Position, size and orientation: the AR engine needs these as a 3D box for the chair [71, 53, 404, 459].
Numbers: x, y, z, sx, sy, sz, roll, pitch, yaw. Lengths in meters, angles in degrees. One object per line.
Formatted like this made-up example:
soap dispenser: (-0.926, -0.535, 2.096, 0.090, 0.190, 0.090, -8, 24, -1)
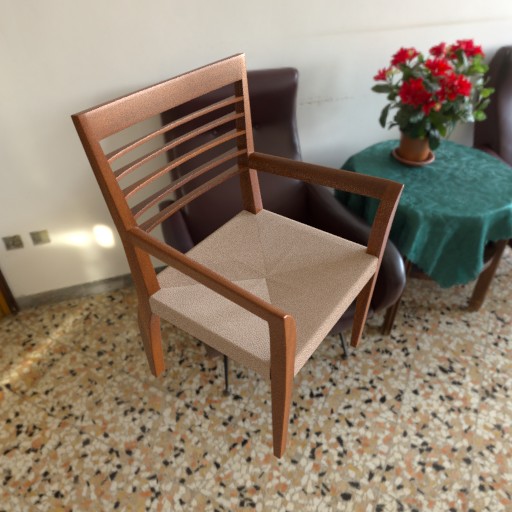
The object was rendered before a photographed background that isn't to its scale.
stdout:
chair: (0.000, 0.000, 1.211, 0.540, 0.855, 0.587, 24, 45, 27)
